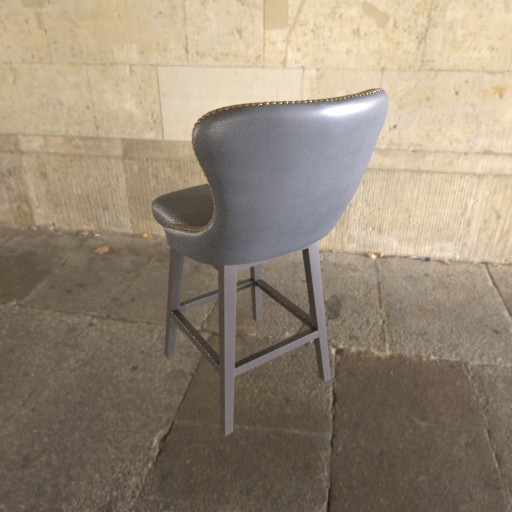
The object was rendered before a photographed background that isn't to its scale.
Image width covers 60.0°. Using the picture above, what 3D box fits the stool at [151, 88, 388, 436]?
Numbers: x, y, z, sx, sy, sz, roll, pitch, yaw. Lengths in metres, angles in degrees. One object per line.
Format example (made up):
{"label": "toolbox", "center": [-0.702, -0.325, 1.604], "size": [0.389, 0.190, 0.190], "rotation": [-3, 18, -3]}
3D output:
{"label": "stool", "center": [0.000, 0.000, 1.314], "size": [0.528, 0.971, 0.593], "rotation": [-18, 33, -30]}
